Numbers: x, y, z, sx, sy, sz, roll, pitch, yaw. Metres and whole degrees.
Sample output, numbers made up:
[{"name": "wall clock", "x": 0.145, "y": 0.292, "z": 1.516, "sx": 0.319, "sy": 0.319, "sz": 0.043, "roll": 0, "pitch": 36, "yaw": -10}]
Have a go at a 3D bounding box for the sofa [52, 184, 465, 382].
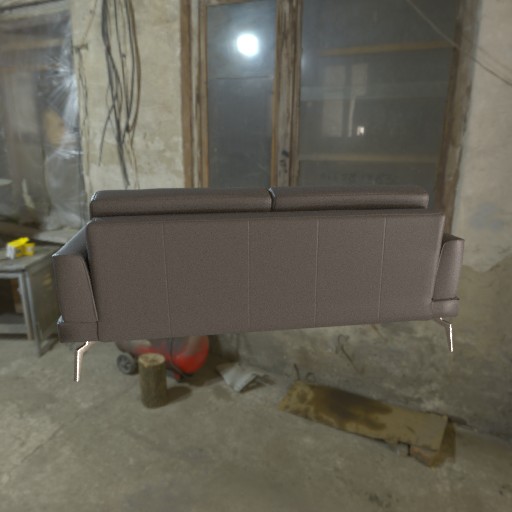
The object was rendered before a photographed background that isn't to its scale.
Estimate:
[{"name": "sofa", "x": 0.000, "y": 0.000, "z": 2.753, "sx": 2.177, "sy": 0.930, "sz": 1.121, "roll": -2, "pitch": 15, "yaw": -9}]
